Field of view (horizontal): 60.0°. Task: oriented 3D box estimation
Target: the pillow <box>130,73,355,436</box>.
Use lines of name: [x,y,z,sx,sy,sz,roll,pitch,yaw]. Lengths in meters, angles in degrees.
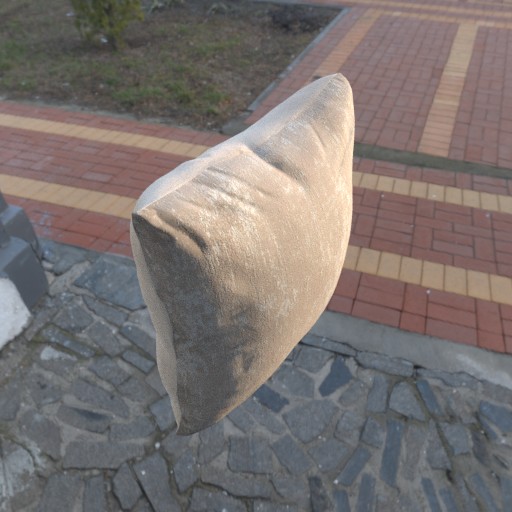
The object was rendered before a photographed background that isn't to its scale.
pillow: [0.000,0.000,0.702,0.245,0.448,0.450,26,48,26]
